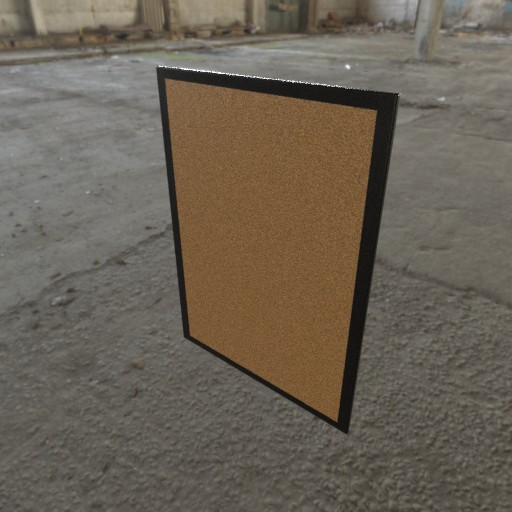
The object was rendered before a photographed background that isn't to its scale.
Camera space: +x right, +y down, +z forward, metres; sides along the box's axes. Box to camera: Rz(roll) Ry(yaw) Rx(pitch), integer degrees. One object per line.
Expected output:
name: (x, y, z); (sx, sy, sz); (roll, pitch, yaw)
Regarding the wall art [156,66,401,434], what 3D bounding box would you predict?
wall art: (0.000, 0.000, 1.282); (0.707, 0.967, 0.013); (22, 36, 33)
